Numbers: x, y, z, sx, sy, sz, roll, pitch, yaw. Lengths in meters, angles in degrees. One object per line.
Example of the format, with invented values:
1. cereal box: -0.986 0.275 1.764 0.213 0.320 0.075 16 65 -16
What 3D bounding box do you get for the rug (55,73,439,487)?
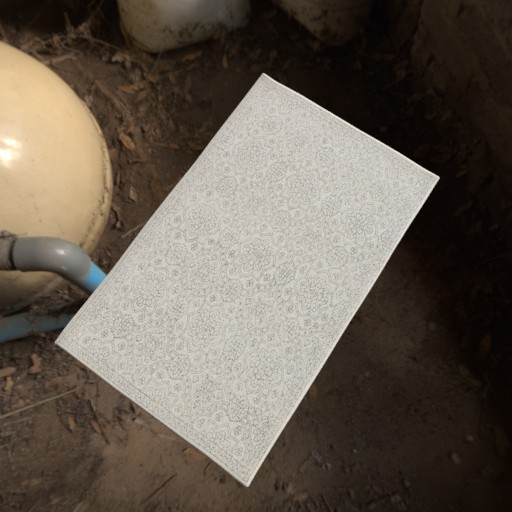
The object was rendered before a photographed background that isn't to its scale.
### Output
1. rug: 0.000 0.000 2.403 1.214 0.023 1.947 33 78 8
